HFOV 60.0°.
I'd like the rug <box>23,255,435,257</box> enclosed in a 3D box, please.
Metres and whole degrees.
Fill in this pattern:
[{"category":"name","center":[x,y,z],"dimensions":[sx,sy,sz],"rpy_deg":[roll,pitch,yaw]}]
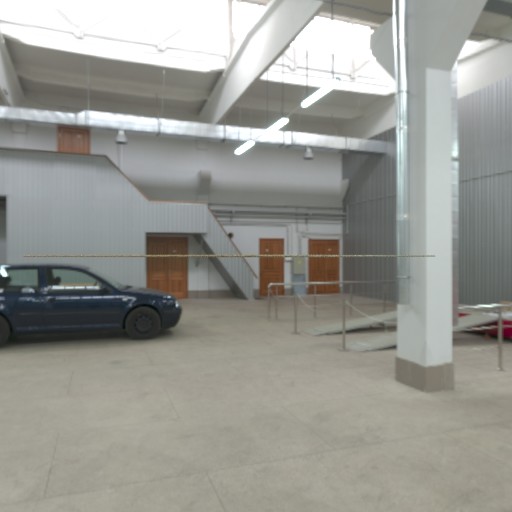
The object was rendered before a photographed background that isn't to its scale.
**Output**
[{"category":"rug","center":[0.000,0.000,4.102],"dimensions":[2.471,0.012,3.034],"rpy_deg":[0,0,35]}]
